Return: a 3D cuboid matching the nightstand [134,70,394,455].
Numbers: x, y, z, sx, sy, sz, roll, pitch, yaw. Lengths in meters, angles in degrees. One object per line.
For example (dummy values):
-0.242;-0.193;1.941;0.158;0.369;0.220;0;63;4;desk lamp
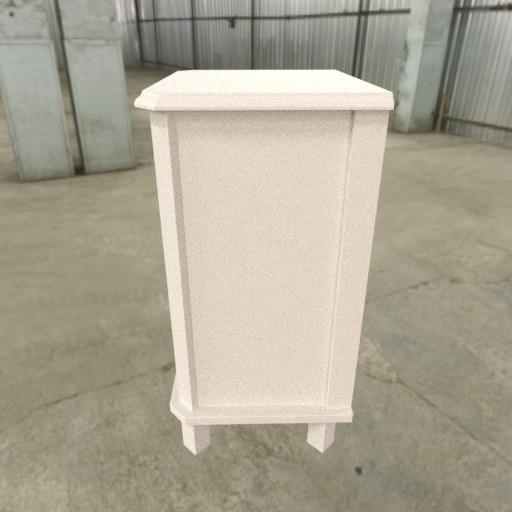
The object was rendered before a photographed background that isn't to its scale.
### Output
0.000;0.000;0.913;0.351;0.681;0.435;-1;27;-1;nightstand
